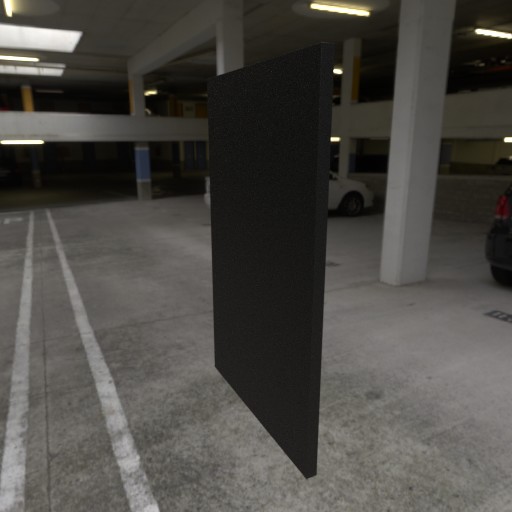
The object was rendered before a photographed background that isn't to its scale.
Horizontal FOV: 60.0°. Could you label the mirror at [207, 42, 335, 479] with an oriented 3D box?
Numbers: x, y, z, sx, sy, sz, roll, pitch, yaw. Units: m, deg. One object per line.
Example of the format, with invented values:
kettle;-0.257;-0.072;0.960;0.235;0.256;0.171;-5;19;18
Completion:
mirror;0.000;0.000;1.527;0.038;1.219;0.762;-7;17;-26
